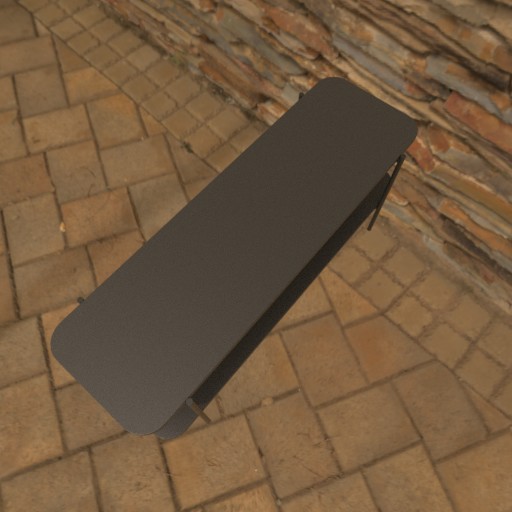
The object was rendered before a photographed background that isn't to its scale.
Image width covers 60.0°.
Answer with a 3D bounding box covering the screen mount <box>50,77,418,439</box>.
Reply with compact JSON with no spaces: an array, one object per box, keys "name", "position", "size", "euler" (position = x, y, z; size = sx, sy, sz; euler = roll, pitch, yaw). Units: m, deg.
[{"name":"screen mount","position":[0.000,0.000,1.425],"size":[0.400,0.447,1.200],"euler":[37,70,16]}]
